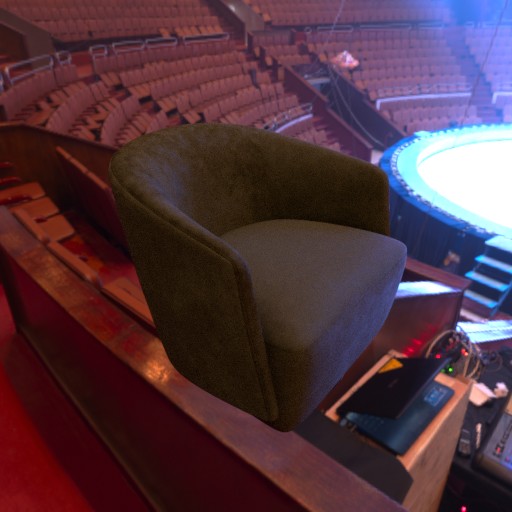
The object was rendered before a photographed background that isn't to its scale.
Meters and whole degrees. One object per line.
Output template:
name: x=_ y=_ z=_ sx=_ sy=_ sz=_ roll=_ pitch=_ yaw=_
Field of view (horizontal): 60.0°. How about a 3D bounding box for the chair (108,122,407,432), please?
chair: x=0.000 y=0.000 z=1.377 sx=0.767 sy=0.698 sz=0.773 roll=20 pitch=34 yaw=32
